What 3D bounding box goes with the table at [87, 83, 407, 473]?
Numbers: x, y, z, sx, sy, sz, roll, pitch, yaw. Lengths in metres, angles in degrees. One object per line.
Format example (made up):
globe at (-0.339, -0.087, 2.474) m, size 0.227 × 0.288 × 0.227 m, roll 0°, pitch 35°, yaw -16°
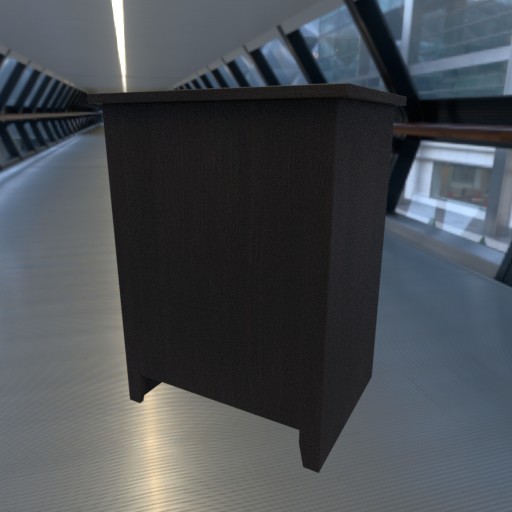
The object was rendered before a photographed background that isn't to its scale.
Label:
table at (0.000, 0.000, 0.931) m, size 0.480 × 0.635 × 0.381 m, roll 9°, pitch 19°, yaw 28°
